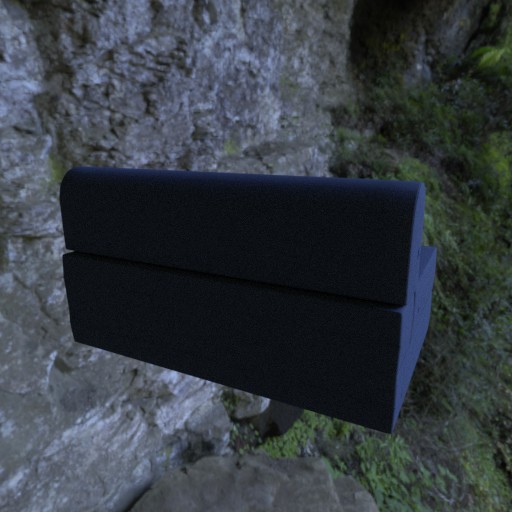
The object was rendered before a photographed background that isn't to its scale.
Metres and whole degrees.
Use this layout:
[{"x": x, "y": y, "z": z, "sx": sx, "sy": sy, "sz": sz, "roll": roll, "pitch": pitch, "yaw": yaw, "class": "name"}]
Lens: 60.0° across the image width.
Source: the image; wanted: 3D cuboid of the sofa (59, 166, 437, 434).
[{"x": 0.000, "y": 0.000, "z": 1.670, "sx": 1.219, "sy": 0.660, "sz": 0.762, "roll": 8, "pitch": 17, "yaw": 26, "class": "sofa"}]
